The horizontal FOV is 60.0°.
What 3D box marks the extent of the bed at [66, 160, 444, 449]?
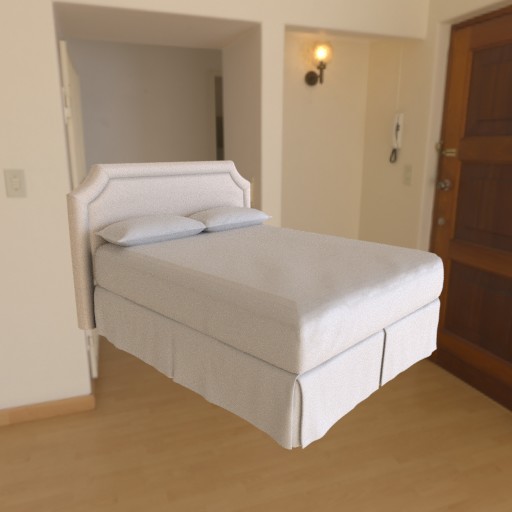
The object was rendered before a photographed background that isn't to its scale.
[{"bbox_3d":[0.000,0.000,3.238,2.164,1.297,1.828,13,19,43],"label":"bed"}]
